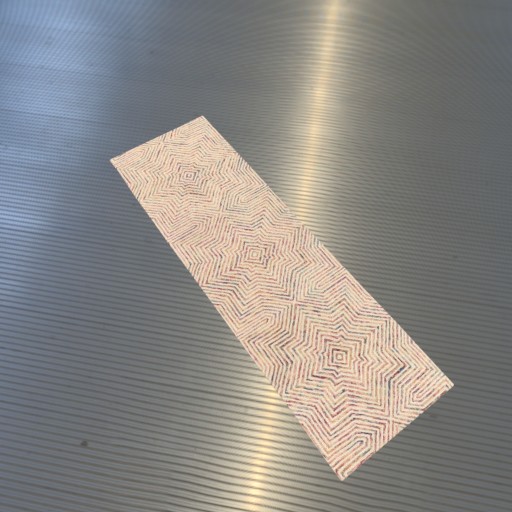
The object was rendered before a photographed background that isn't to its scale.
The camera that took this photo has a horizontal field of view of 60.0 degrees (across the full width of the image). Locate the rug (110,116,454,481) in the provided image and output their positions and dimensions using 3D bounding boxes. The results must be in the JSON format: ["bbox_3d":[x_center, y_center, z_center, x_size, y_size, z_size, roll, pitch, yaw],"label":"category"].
[{"bbox_3d":[0.000,0.000,2.674,0.771,0.009,2.443,-31,64,-17],"label":"rug"}]
